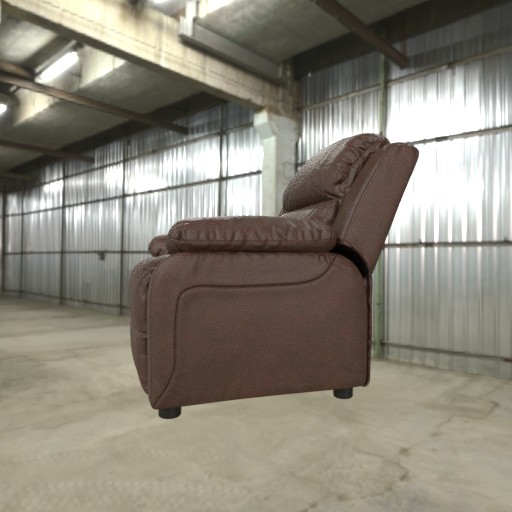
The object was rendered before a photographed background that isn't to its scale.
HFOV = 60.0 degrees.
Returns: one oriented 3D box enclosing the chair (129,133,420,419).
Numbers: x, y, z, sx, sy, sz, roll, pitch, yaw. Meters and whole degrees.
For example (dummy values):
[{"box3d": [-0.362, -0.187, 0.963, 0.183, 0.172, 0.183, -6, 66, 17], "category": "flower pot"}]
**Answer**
[{"box3d": [0.000, 0.000, 1.291, 0.707, 0.702, 0.680, 0, -1, -18], "category": "chair"}]
